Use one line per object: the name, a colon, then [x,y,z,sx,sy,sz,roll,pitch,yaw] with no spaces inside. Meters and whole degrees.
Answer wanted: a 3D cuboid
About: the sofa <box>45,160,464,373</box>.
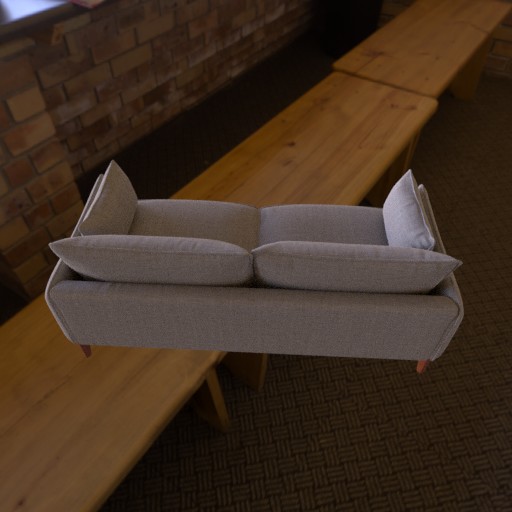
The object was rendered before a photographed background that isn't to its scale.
sofa: [0.000,0.000,2.461,1.989,0.851,0.972,2,47,2]
